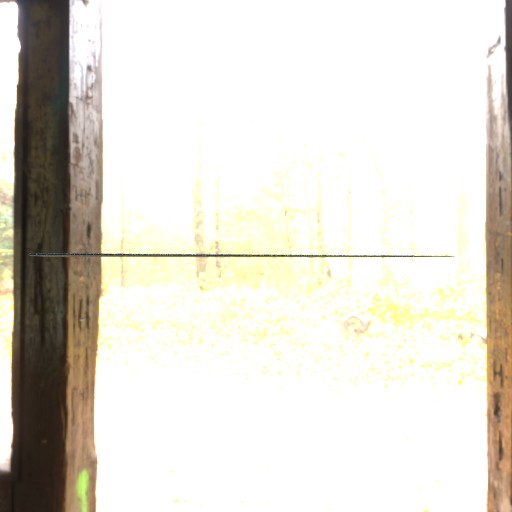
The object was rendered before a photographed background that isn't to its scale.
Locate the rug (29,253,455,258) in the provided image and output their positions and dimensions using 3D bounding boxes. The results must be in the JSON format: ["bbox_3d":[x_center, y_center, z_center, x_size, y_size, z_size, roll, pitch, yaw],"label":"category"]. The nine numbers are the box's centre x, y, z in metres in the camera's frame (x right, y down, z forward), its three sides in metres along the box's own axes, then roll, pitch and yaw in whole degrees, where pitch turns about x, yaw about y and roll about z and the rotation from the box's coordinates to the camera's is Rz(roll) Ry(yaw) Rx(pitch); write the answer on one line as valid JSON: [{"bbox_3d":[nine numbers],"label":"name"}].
[{"bbox_3d":[0.000,0.000,2.476,2.196,0.011,0.662,0,-1,-20],"label":"rug"}]
